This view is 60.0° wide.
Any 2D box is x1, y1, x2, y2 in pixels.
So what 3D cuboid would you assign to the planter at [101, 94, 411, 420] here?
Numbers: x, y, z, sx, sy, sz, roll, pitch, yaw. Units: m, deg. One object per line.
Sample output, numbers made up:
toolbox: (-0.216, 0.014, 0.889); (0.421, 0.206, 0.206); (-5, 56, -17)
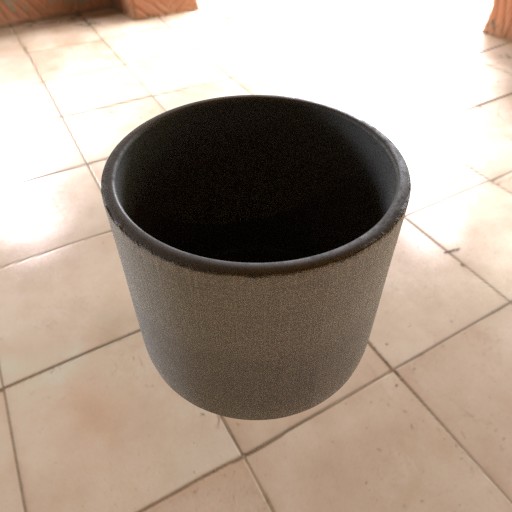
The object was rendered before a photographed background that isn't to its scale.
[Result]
planter: (0.000, 0.000, 0.442); (0.254, 0.221, 0.254); (0, 45, 0)
